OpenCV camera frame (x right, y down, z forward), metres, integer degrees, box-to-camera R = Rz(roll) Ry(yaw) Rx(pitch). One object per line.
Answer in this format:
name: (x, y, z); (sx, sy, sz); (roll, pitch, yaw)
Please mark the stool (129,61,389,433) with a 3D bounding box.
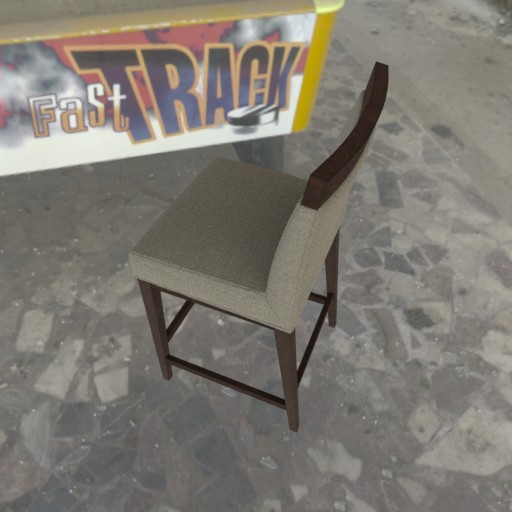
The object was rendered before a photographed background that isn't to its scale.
stool: (0.000, 0.000, 1.306); (0.531, 1.009, 0.512); (17, 48, 16)
